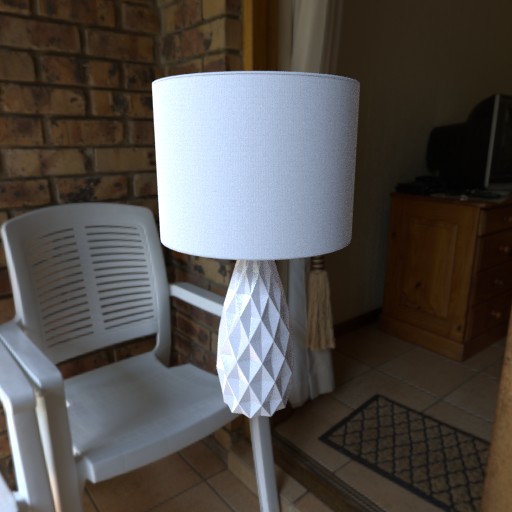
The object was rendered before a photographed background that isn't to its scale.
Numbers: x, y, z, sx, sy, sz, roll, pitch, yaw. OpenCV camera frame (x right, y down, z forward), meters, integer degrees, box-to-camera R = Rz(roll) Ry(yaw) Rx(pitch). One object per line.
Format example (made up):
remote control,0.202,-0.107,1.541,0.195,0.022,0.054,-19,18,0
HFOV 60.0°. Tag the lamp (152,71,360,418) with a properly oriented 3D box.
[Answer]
lamp,0.000,0.000,0.713,0.297,0.522,0.297,0,15,0
